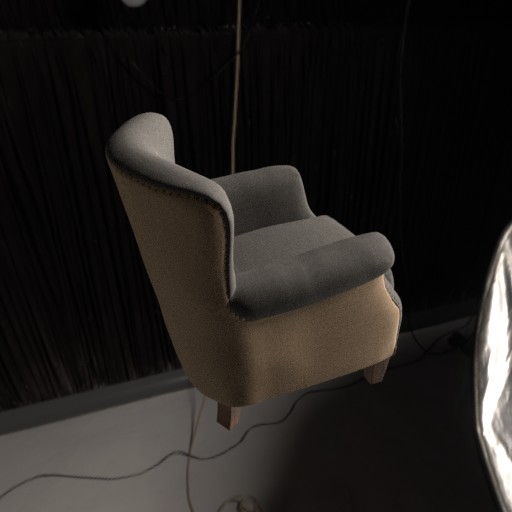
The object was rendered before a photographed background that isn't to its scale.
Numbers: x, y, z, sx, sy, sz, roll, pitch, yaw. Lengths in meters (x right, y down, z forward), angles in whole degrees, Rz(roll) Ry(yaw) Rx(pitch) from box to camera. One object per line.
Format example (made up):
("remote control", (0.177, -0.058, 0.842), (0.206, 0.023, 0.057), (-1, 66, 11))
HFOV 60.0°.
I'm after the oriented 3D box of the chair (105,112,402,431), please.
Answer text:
("chair", (0.000, 0.000, 1.634), (0.921, 0.936, 0.861), (-10, 32, -17))
